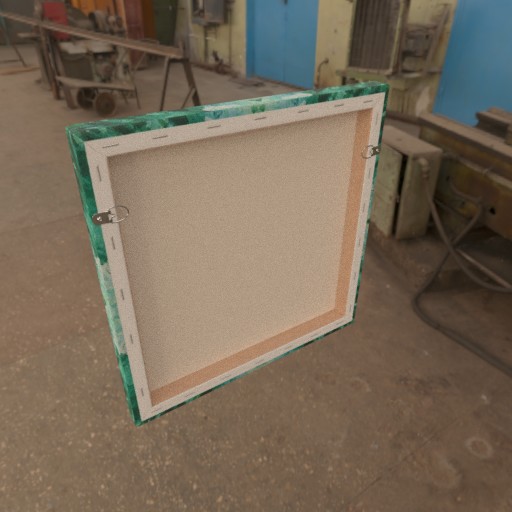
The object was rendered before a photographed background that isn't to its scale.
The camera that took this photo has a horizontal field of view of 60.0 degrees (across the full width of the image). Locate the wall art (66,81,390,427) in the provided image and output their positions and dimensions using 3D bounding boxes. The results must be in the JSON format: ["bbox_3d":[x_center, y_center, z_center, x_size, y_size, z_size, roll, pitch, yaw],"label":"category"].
[{"bbox_3d":[0.000,0.000,0.752,0.507,0.508,0.038,-19,36,-28],"label":"wall art"}]
